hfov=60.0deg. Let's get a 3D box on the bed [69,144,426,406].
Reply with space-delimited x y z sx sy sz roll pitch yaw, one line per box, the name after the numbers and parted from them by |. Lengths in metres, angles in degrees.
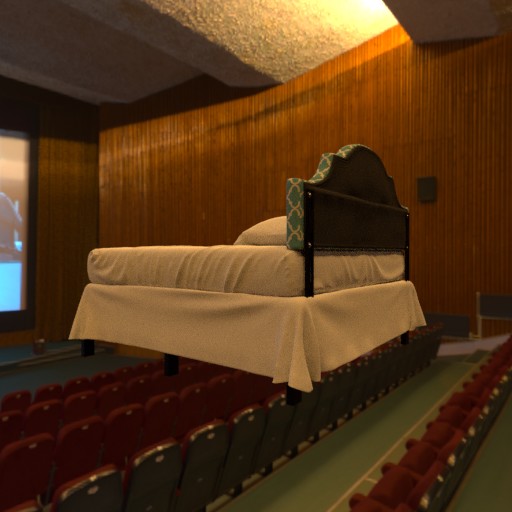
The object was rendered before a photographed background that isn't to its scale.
0.000 0.000 3.773 2.222 1.601 2.314 0 1 36 | bed
